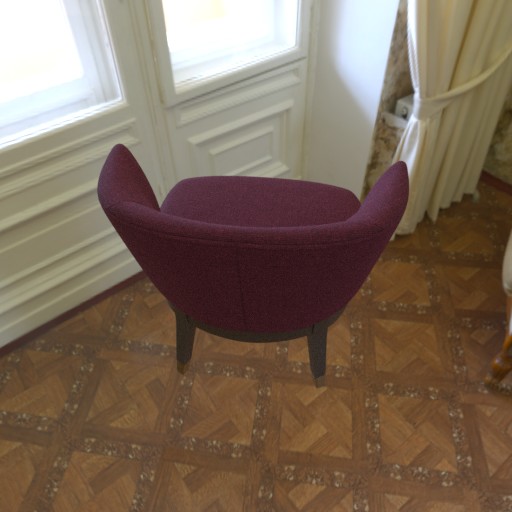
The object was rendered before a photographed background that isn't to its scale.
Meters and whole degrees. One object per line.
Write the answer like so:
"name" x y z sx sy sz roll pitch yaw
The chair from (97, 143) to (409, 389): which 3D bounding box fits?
"chair" 0.000 0.000 1.277 0.700 0.760 0.660 5 46 4
